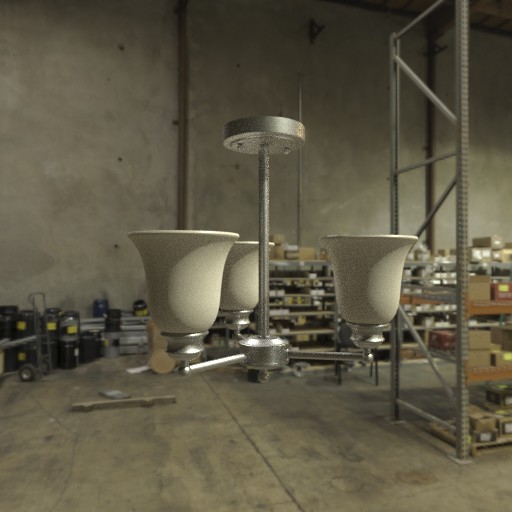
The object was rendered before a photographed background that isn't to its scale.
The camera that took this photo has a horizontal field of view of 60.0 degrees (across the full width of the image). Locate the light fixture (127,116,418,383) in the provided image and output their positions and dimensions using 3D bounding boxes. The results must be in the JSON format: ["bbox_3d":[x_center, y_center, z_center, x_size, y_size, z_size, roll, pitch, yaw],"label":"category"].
[{"bbox_3d":[0.000,0.000,0.683,0.388,0.370,0.354,0,-1,-18],"label":"light fixture"}]
